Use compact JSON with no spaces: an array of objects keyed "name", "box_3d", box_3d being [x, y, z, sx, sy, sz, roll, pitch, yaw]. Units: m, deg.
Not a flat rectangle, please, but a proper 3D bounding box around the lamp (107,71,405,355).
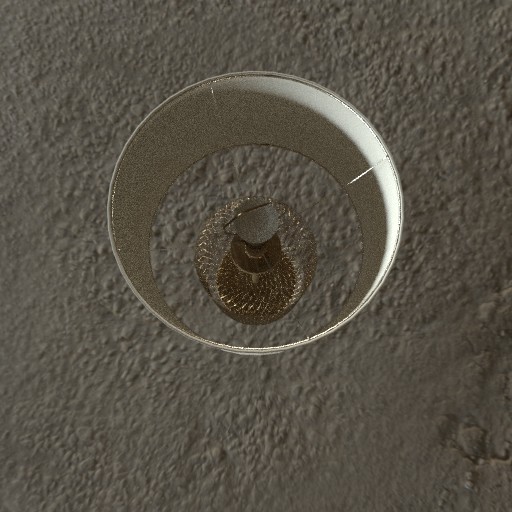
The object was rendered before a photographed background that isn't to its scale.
[{"name":"lamp","box_3d":[0.000,0.000,0.807,0.353,0.578,0.353,0,77,0]}]
